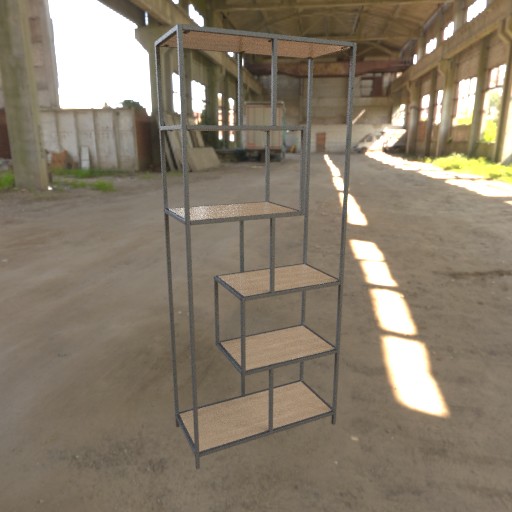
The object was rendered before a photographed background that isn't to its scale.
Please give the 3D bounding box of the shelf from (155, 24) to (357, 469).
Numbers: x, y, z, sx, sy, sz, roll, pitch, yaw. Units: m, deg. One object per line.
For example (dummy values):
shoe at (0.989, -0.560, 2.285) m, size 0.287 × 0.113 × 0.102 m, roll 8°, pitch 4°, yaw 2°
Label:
shelf at (0.000, 0.000, 2.095) m, size 0.770 × 1.850 × 0.350 m, roll -7°, pitch 17°, yaw -25°
